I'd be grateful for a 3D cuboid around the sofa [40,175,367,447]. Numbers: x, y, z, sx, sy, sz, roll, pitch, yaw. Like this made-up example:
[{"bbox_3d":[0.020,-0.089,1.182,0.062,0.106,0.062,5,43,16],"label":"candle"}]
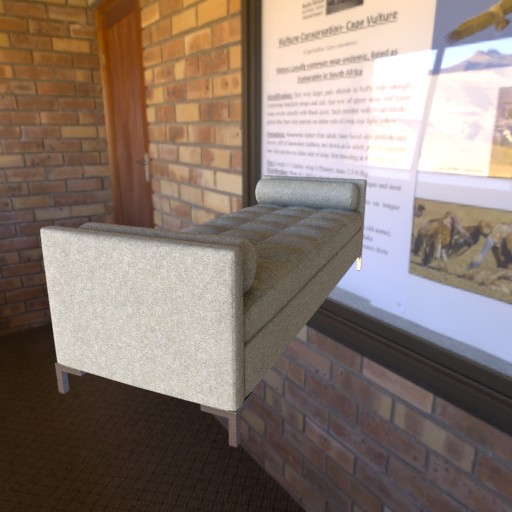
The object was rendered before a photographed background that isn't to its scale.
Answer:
[{"bbox_3d":[0.000,0.000,2.408,0.797,0.657,2.102,7,17,23],"label":"sofa"}]
